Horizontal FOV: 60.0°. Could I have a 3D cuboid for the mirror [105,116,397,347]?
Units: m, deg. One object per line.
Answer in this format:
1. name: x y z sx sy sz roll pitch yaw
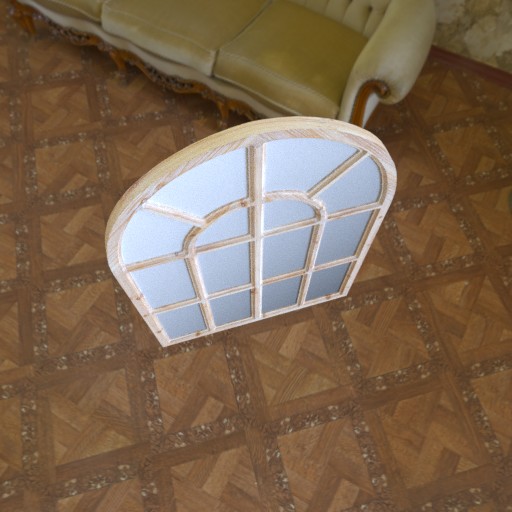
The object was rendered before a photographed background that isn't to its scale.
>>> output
1. mirror: 0.000 0.000 1.129 0.660 0.920 0.032 -15 64 -7
